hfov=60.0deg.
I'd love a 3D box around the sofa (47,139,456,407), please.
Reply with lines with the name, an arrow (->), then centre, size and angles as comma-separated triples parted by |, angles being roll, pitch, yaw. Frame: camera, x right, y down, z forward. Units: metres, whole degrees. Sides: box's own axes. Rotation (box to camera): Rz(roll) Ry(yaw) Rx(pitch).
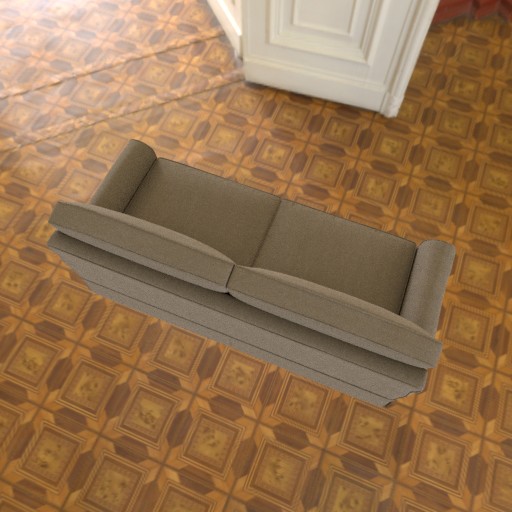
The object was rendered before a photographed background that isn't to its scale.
sofa -> 0.000, 0.000, 2.734 | 2.248, 0.943, 0.991 | 20, 66, 9
